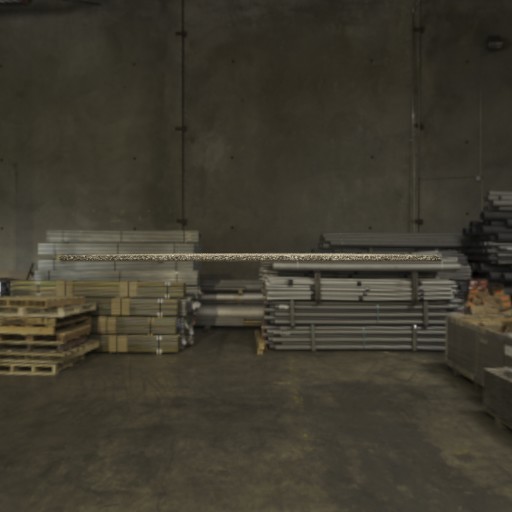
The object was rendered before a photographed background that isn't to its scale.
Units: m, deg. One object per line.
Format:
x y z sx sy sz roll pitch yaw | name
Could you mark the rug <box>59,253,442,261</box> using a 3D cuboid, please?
0.000 0.000 2.891 1.502 0.025 2.350 0 0 1 | rug
